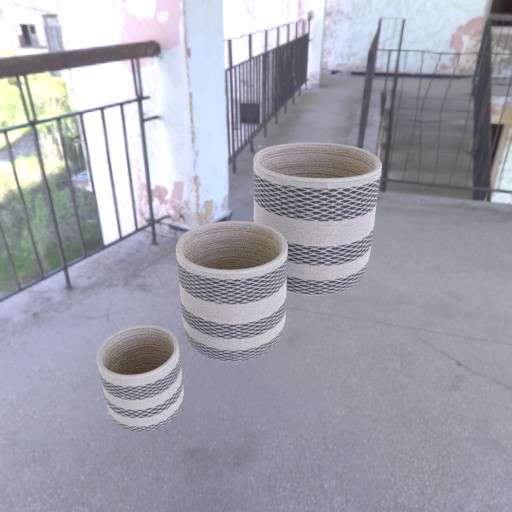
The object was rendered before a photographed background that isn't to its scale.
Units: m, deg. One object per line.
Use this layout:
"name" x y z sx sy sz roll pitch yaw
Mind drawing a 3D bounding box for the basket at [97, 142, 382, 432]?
"basket" 0.000 0.000 1.097 0.351 0.356 0.917 20 35 31
